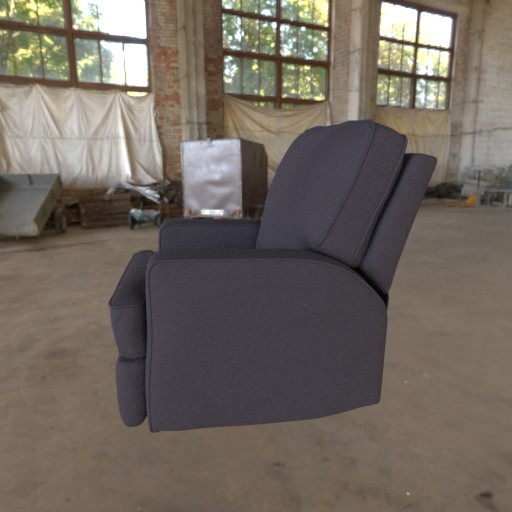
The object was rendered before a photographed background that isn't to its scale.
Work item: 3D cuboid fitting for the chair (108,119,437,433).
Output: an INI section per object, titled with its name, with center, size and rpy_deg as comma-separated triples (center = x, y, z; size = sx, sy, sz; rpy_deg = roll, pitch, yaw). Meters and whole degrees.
[chair]
center = 0.000, 0.000, 1.649
size = 0.964, 0.962, 0.861
rpy_deg = -2, 12, -9
